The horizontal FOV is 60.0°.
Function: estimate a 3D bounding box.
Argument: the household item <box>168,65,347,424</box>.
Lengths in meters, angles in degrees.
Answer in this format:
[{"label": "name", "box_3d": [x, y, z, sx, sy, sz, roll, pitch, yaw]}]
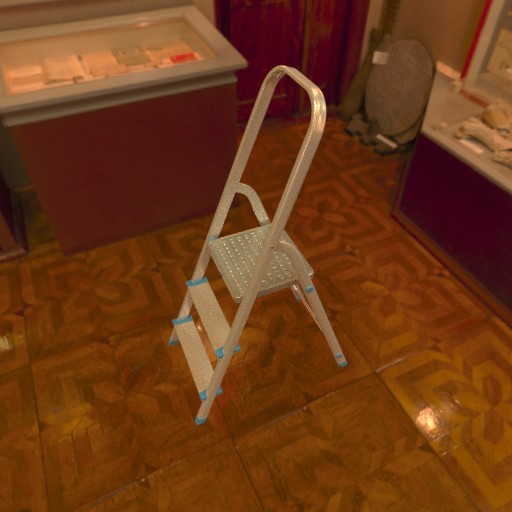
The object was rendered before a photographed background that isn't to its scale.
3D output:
[{"label": "household item", "box_3d": [0.000, 0.000, 1.534, 0.687, 1.215, 0.420, -17, 47, -16]}]
